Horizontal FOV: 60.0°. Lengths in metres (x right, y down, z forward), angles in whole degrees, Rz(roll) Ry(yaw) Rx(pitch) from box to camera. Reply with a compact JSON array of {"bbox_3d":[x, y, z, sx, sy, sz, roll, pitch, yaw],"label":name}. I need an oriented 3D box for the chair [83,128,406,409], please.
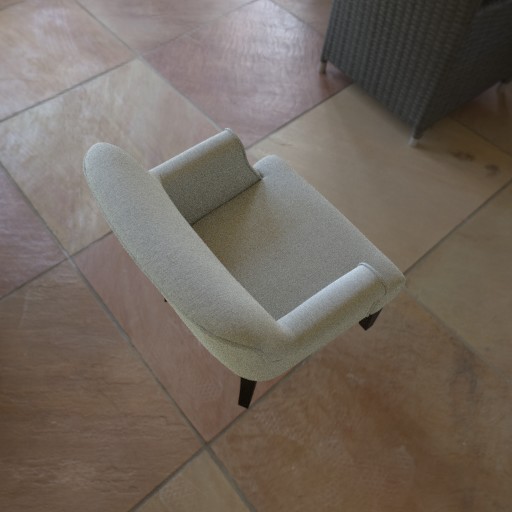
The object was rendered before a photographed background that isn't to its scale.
[{"bbox_3d":[0.000,0.000,1.468,0.750,0.875,0.781,-33,64,-18],"label":"chair"}]
